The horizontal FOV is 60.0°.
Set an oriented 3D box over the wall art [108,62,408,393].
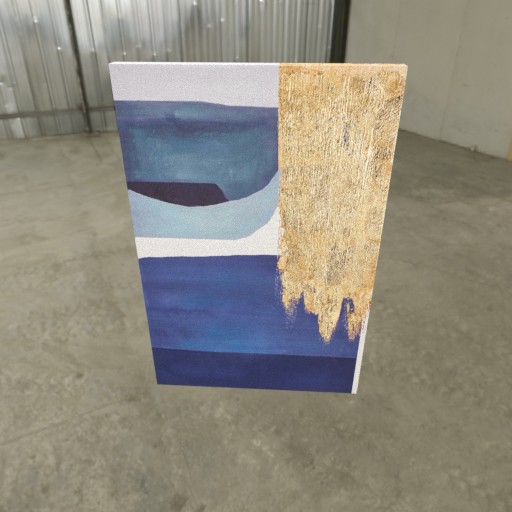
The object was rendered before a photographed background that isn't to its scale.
[{"bbox_3d":[0.000,0.000,1.139,0.607,0.911,0.039,2,30,3],"label":"wall art"}]
